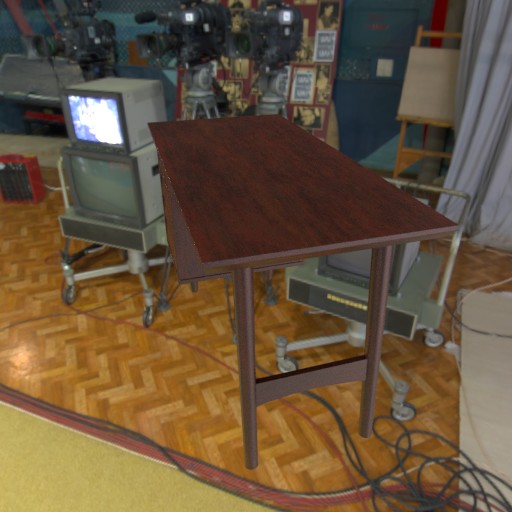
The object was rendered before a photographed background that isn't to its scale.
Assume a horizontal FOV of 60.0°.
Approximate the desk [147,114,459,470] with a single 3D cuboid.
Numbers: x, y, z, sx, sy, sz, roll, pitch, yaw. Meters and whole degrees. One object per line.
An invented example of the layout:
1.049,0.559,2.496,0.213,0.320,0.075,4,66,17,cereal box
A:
0.000,0.000,1.683,0.612,0.758,1.277,-9,31,-15,desk
